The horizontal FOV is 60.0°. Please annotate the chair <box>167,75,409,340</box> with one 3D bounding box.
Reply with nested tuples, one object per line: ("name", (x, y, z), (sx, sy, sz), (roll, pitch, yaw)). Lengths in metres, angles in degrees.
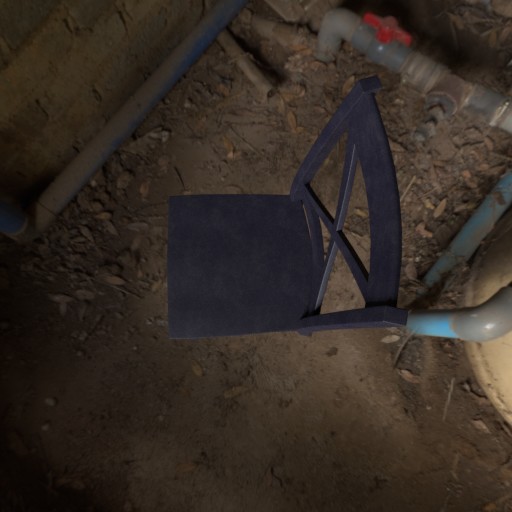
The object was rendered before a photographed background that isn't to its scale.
("chair", (0.000, 0.000, 1.287), (0.542, 0.983, 0.485), (-2, 78, -1))
